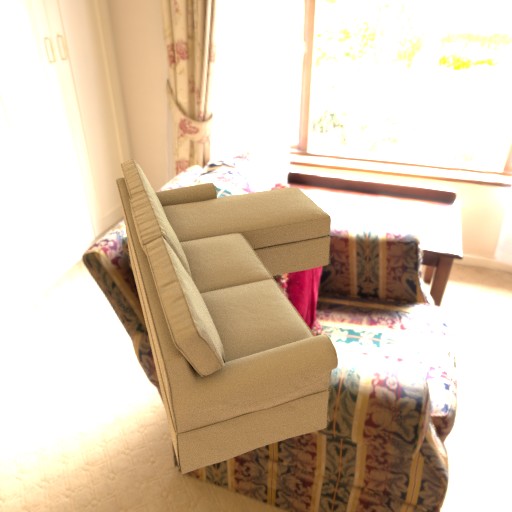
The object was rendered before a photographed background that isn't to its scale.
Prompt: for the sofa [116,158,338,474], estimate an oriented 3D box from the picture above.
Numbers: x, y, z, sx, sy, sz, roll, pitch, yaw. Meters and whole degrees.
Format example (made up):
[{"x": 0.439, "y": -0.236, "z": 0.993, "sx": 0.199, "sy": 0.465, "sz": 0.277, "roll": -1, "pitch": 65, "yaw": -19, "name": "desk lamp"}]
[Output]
[{"x": 0.000, "y": 0.000, "z": 3.301, "sx": 1.733, "sy": 0.978, "sz": 2.475, "roll": -11, "pitch": 33, "yaw": -17, "name": "sofa"}]
